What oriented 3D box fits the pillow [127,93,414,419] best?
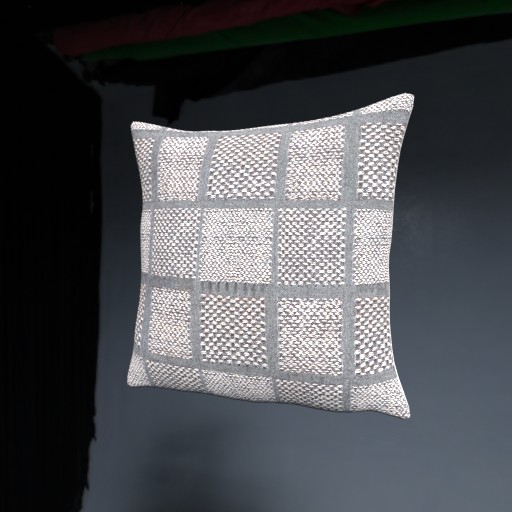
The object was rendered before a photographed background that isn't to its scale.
[{"bbox_3d":[0.000,0.000,0.652,0.435,0.432,0.138,0,1,19],"label":"pillow"}]
